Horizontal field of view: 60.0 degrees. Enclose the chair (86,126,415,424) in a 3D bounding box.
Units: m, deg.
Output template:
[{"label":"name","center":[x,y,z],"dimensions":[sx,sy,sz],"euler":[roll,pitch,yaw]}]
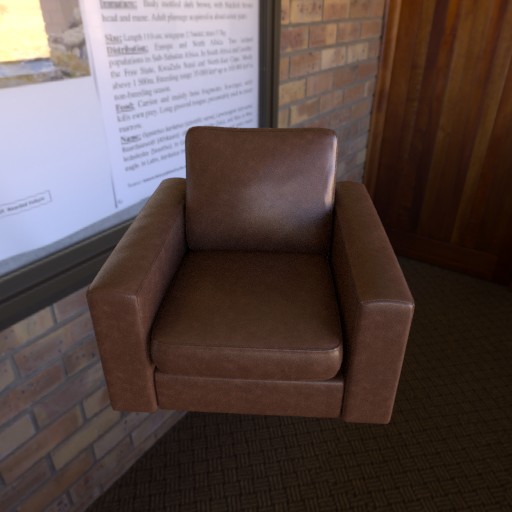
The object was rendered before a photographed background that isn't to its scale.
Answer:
[{"label":"chair","center":[0.000,0.000,1.786],"dimensions":[1.005,0.873,1.016],"euler":[2,30,3]}]
